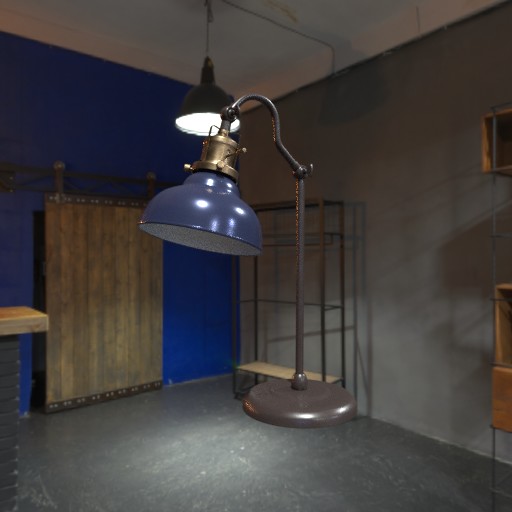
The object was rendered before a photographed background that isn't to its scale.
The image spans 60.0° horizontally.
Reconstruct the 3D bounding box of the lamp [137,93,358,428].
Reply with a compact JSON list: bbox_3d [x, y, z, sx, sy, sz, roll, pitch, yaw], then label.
[{"bbox_3d":[0.000,0.000,0.694,0.374,0.508,0.192,0,0,-37],"label":"lamp"}]
